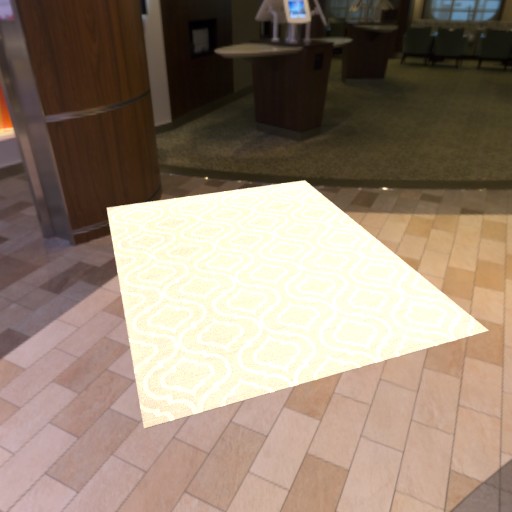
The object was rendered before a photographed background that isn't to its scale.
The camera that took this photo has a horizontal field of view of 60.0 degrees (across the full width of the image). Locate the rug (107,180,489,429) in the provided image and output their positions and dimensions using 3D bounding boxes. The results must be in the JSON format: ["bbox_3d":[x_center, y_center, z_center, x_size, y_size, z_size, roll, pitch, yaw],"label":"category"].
[{"bbox_3d":[0.000,0.000,3.810,2.283,0.006,2.892,-11,33,-17],"label":"rug"}]
